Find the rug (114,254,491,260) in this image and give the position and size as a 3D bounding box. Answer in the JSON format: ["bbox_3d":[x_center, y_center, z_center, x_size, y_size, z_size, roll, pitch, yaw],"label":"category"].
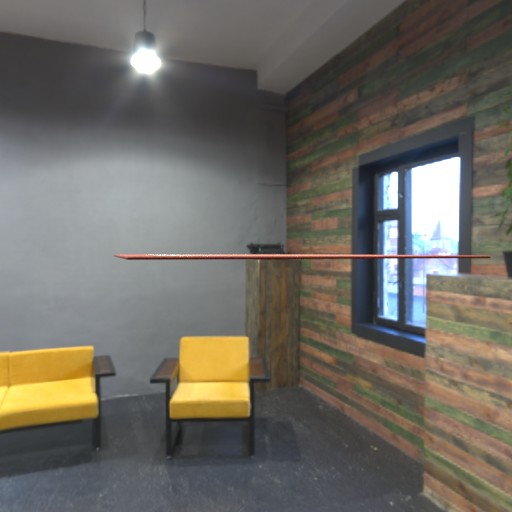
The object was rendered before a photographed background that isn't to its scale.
[{"bbox_3d":[0.000,0.000,4.074,2.430,0.018,2.976,0,0,-19],"label":"rug"}]
